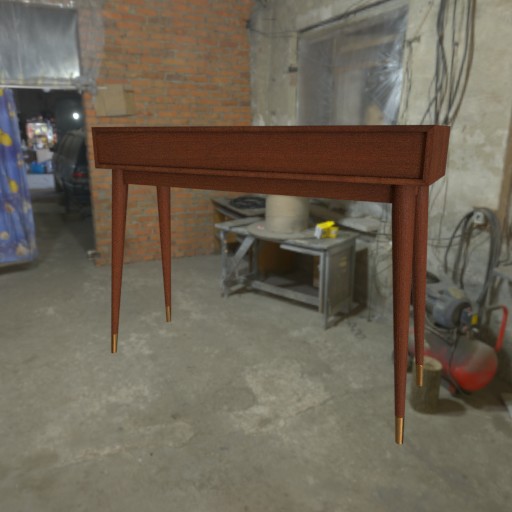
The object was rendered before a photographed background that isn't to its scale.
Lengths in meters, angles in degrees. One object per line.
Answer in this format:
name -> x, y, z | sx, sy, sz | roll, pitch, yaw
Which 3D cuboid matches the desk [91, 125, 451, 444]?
desk -> 0.000, 0.000, 1.636 | 1.204, 0.917, 0.384 | 8, 18, 28
